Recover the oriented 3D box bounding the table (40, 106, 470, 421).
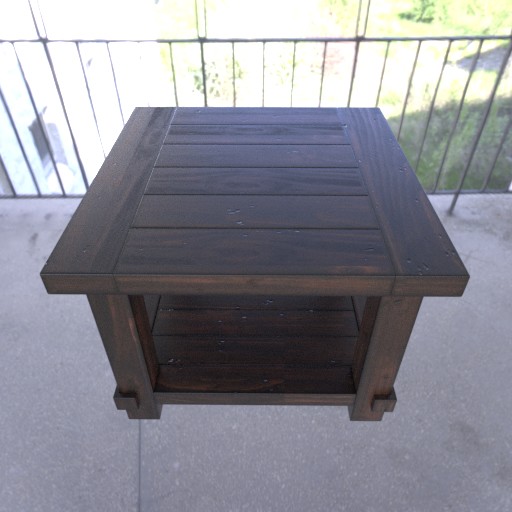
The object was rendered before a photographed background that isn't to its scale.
[{"bbox_3d":[0.000,0.000,0.980,0.593,0.437,0.606,0,40,0],"label":"table"}]
